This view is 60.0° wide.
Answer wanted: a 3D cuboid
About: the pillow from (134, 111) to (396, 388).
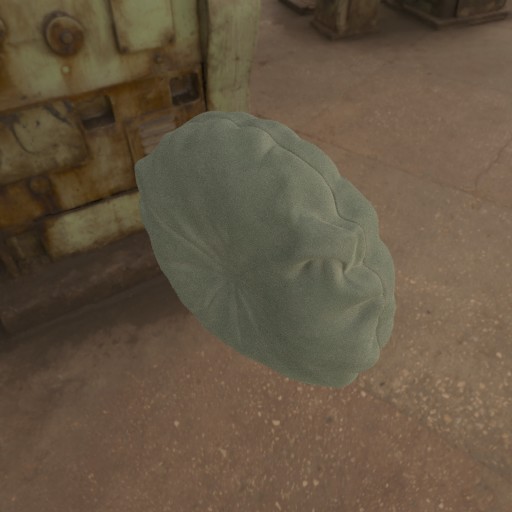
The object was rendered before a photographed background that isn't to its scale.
[{"bbox_3d":[0.000,0.000,0.635,0.428,0.407,0.148,31,53,27],"label":"pillow"}]
